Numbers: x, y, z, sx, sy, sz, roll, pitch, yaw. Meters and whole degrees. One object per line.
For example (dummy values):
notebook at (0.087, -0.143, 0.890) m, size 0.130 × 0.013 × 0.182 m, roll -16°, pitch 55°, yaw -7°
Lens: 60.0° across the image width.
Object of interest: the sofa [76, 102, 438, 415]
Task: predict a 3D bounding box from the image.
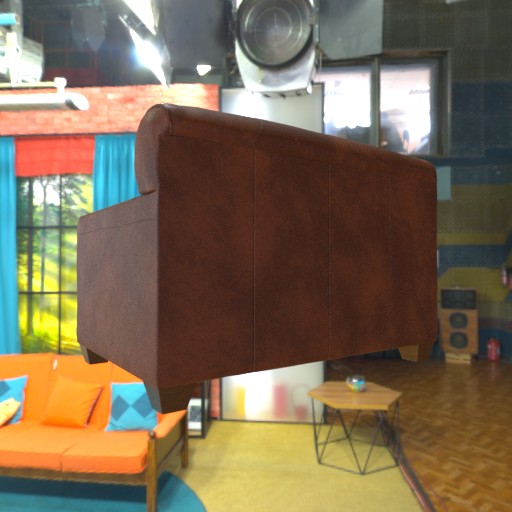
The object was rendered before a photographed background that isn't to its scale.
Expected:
sofa at (0.000, 0.000, 2.039) m, size 1.413 × 0.956 × 1.000 m, roll 1°, pitch -1°, yaw -35°
